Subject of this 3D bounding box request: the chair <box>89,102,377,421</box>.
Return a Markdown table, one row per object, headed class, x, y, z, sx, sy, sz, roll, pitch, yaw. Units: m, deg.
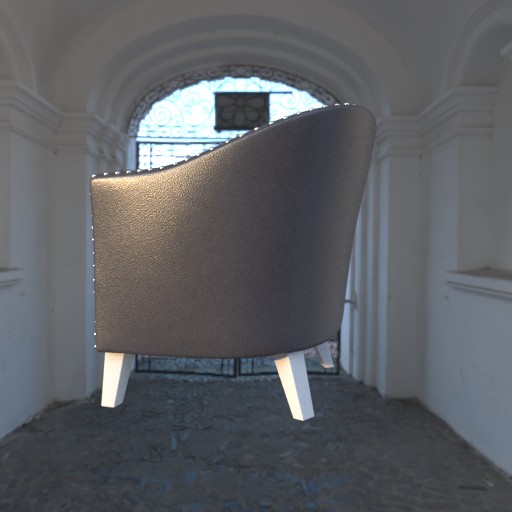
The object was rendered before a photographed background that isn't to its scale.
| class | x | y | z | sx | sy | sz | roll | pitch | yaw |
| --- | --- | --- | --- | --- | --- | --- | --- | --- | --- |
| chair | 0.000 | 0.000 | 1.434 | 0.748 | 0.823 | 0.794 | 0 | 1 | 16 |
